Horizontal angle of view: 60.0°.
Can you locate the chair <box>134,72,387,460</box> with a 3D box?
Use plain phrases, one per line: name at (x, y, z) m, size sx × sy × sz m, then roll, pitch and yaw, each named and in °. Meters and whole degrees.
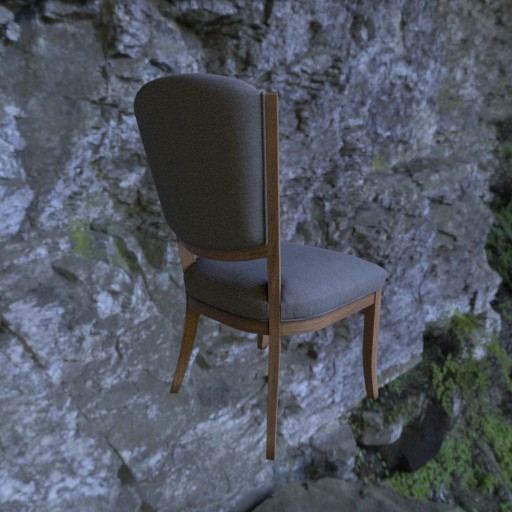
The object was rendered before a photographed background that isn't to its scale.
chair at (0.000, 0.000, 1.255) m, size 0.584 × 0.905 × 0.513 m, roll -13°, pitch 18°, yaw -43°
